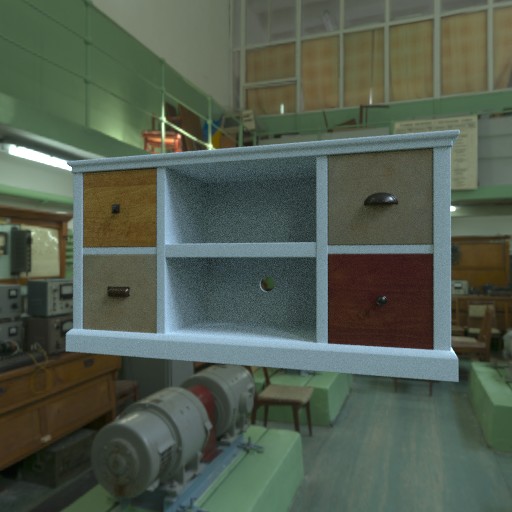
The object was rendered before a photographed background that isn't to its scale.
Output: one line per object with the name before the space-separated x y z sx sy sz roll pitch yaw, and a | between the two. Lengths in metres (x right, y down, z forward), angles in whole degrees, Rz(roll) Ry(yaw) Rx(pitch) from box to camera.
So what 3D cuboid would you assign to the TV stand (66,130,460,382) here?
TV stand | 0.000 0.000 1.467 1.187 0.624 0.424 0 0 18
